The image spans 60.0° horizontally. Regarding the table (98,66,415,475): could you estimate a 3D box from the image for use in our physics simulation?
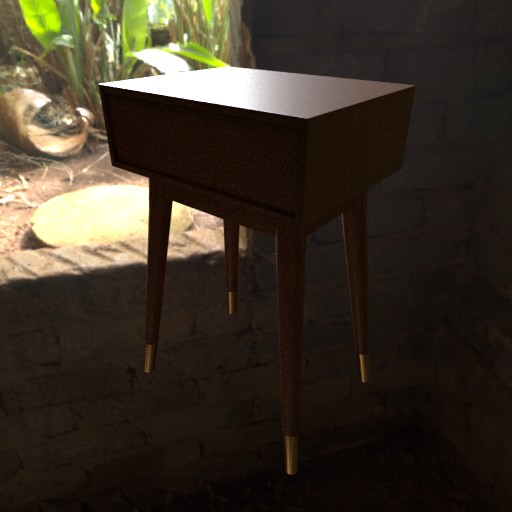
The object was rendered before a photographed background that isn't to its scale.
[{"bbox_3d":[0.000,0.000,0.821,0.406,0.599,0.300,22,36,33],"label":"table"}]
